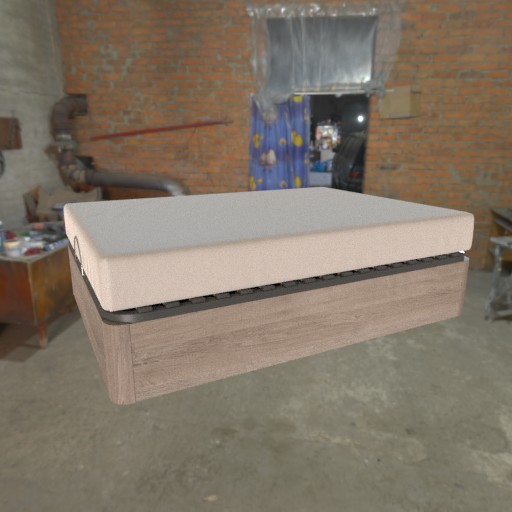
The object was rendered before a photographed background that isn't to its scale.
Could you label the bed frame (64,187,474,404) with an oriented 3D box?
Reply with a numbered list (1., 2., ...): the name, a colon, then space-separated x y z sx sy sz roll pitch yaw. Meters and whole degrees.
1. bed frame: 0.000 0.000 2.543 1.900 0.561 1.400 -8 17 -26
